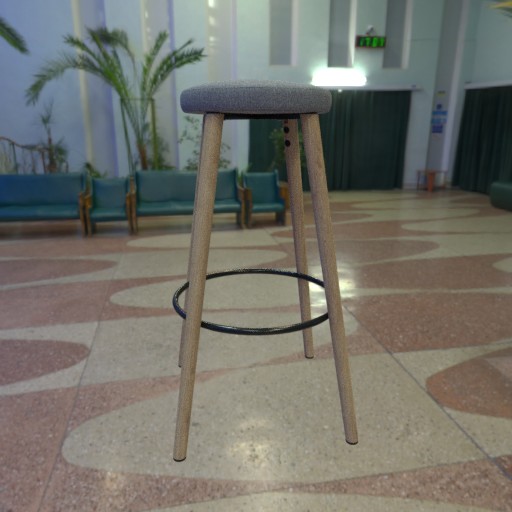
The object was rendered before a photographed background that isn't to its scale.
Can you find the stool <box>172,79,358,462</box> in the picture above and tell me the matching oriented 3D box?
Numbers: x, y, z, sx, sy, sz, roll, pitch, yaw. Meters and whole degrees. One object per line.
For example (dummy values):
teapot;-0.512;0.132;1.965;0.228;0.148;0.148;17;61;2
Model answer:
stool;0.000;0.000;1.044;0.410;0.770;0.410;-2;17;-8
